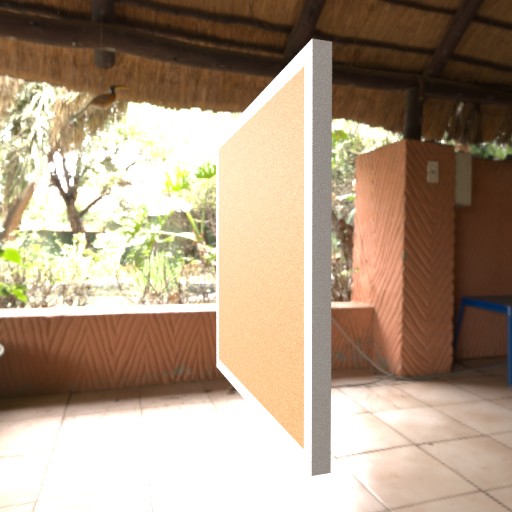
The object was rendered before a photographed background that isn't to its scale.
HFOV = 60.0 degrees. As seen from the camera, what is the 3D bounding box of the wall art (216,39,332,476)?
[{"bbox_3d":[0.000,0.000,1.140,0.038,0.762,0.762,0,1,-18],"label":"wall art"}]
